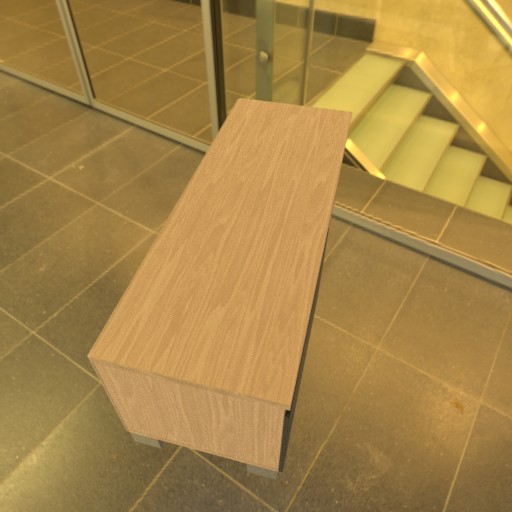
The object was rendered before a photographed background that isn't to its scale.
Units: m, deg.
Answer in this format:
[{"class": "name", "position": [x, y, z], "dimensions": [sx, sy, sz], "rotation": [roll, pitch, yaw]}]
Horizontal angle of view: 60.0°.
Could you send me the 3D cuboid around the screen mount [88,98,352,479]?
[{"class": "screen mount", "position": [0.000, 0.000, 1.347], "dimensions": [0.406, 0.432, 1.084], "rotation": [10, 47, 10]}]
